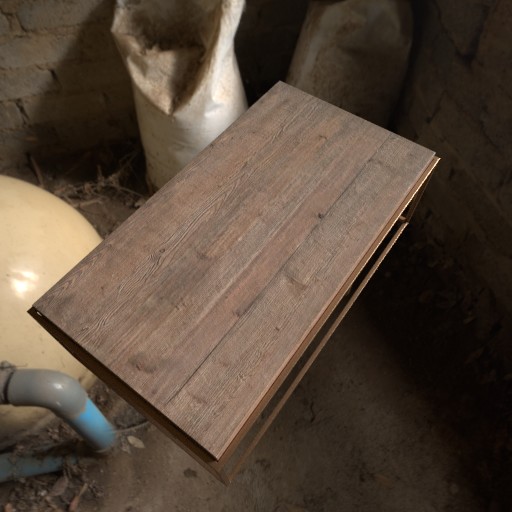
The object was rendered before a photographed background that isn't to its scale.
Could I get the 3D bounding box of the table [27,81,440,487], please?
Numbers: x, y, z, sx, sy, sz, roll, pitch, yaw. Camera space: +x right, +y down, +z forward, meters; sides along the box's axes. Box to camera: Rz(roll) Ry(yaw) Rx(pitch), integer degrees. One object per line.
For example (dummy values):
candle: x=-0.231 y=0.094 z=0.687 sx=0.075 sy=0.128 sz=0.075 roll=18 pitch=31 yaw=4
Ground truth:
table: x=0.000 y=0.000 z=1.735 sx=0.775 sy=0.468 sz=1.387 roll=32 pitch=63 yaw=18
